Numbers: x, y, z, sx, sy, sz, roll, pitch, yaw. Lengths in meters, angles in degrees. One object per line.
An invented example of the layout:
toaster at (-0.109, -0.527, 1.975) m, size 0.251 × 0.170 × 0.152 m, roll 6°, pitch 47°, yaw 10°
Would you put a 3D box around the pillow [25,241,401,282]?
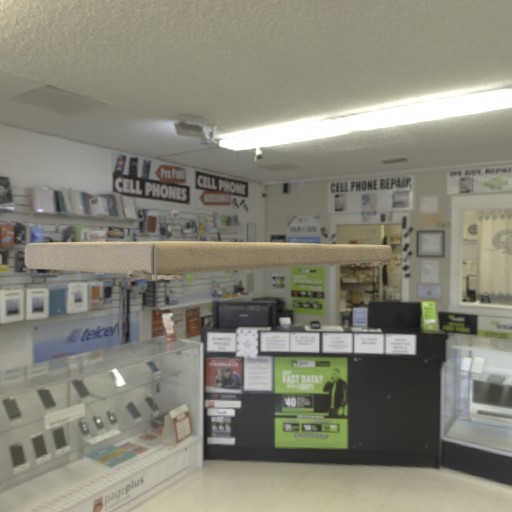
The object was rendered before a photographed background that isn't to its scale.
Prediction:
pillow at (0.000, 0.000, 1.330) m, size 0.492 × 0.081 × 1.187 m, roll 1°, pitch 1°, yaw 37°
